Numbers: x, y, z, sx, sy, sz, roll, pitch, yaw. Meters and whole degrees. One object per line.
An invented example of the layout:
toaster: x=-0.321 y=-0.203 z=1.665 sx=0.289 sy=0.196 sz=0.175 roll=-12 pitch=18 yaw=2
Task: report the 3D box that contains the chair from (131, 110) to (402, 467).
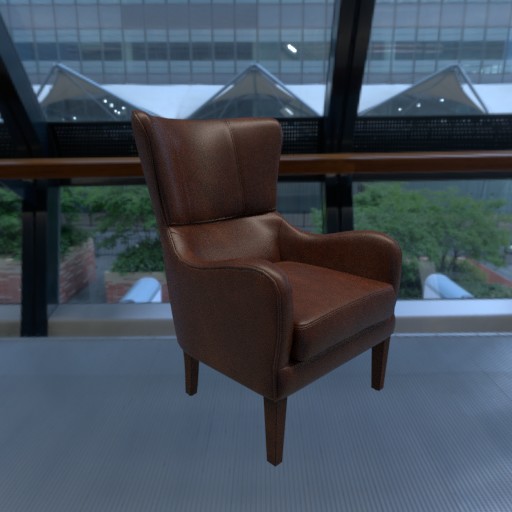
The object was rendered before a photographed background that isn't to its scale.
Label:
chair: x=0.000 y=0.000 z=1.673 sx=0.692 sy=1.048 sz=0.914 roll=-14 pitch=20 yaw=-43
